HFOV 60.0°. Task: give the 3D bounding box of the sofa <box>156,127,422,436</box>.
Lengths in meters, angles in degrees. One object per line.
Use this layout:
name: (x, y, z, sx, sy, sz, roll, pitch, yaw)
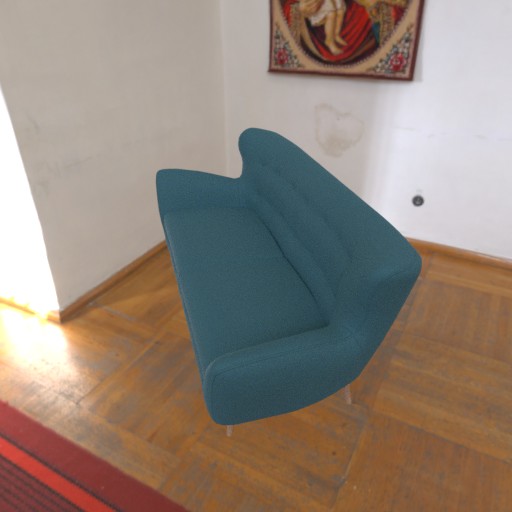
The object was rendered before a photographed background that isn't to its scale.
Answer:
sofa: (0.000, 0.000, 2.407, 0.889, 0.890, 1.930, -9, 33, -14)
